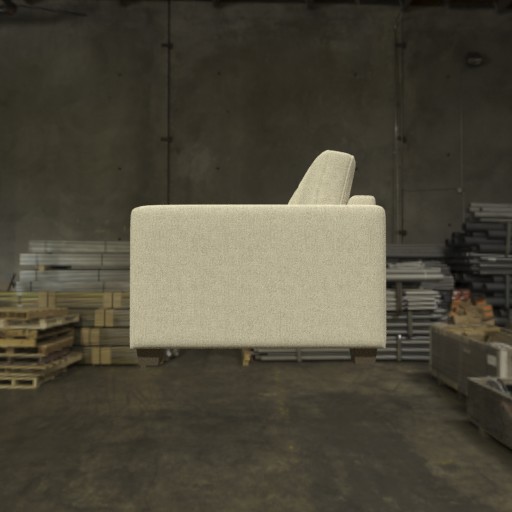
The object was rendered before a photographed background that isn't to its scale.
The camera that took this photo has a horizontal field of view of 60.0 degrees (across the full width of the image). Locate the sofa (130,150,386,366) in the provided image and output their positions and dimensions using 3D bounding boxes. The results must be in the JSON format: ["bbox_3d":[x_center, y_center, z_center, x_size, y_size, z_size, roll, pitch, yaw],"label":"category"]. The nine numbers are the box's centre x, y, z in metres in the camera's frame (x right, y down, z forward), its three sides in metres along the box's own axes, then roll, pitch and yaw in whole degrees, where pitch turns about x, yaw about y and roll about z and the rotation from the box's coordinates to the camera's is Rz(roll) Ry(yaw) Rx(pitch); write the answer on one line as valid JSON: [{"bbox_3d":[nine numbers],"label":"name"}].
[{"bbox_3d":[0.000,0.000,2.595,0.900,0.800,2.160,0,-1,0],"label":"sofa"}]
